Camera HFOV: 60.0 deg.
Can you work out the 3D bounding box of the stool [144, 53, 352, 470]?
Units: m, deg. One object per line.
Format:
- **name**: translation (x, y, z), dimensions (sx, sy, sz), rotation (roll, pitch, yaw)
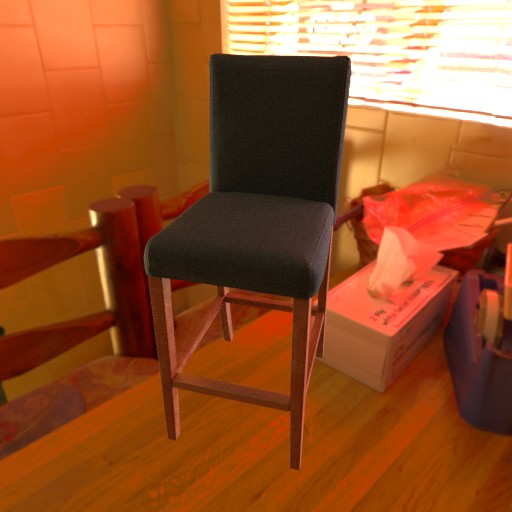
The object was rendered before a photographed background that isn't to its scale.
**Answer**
- **stool**: translation (0.000, 0.000, 1.337), dimensions (0.454, 1.088, 0.574), rotation (7, 28, 14)
